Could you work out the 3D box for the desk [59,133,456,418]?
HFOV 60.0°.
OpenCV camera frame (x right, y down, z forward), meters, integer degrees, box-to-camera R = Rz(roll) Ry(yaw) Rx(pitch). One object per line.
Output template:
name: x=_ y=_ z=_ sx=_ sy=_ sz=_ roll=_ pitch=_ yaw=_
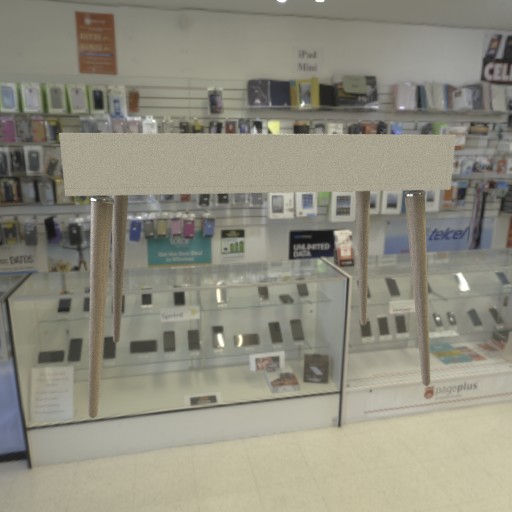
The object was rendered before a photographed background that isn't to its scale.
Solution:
desk: x=0.000 y=0.000 z=1.387 sx=0.979 sy=0.723 sz=0.491 roll=-2 pitch=14 yaw=-9
